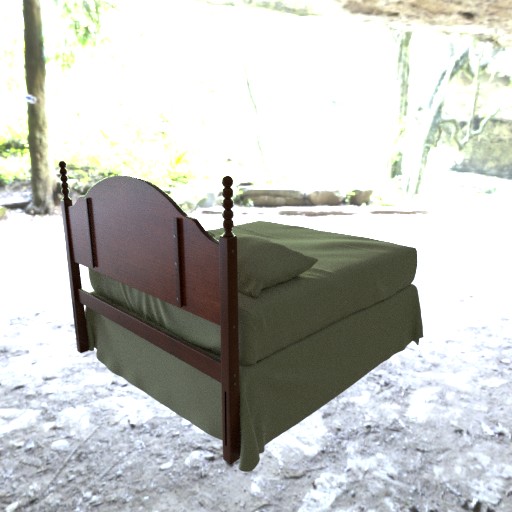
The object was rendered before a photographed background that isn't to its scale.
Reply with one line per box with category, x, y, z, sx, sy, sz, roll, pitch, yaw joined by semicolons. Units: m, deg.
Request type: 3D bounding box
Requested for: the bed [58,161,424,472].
bed;0.000;0.000;3.185;1.873;1.356;2.040;14;21;43
